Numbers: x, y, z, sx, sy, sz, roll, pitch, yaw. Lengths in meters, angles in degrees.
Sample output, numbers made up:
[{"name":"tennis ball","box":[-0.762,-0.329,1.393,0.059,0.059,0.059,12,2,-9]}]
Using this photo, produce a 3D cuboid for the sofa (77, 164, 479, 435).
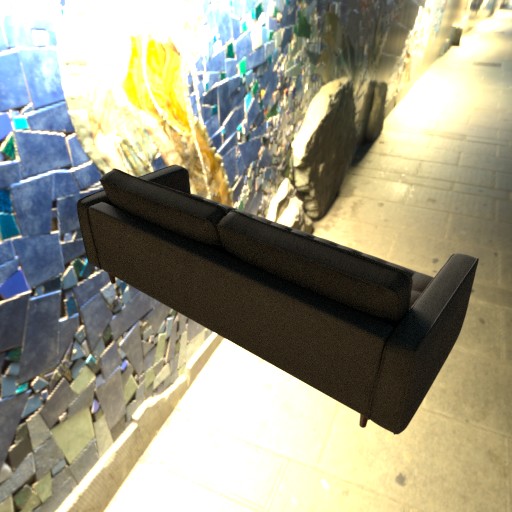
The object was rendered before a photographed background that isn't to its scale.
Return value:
[{"name":"sofa","box":[0.000,0.000,2.653,2.295,0.813,0.923,22,38,32]}]
